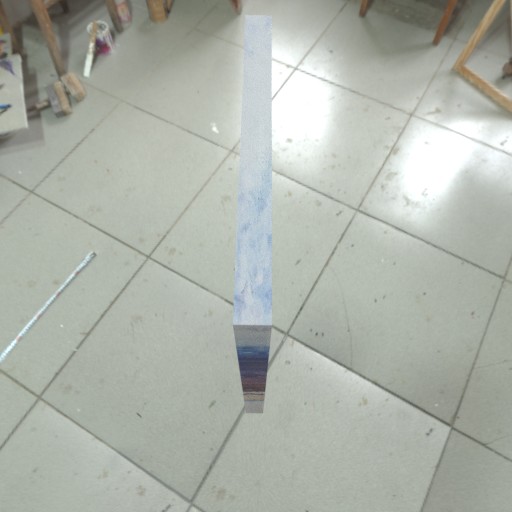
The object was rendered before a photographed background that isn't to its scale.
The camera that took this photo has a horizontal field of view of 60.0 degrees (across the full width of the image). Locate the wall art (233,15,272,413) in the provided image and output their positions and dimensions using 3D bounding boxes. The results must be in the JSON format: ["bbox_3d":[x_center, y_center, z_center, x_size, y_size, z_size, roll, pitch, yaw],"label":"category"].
[{"bbox_3d":[0.000,0.000,0.760,0.036,0.581,0.437,1,63,0],"label":"wall art"}]
